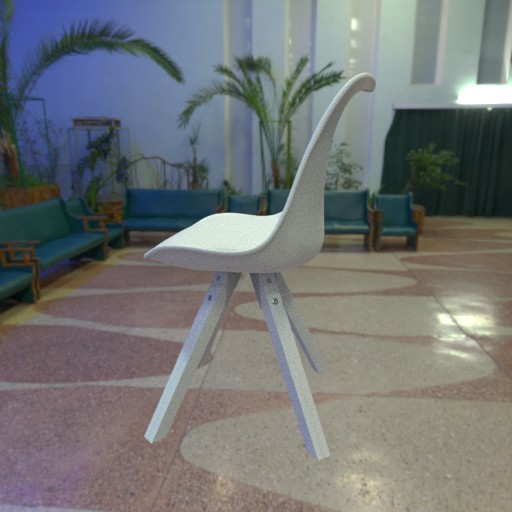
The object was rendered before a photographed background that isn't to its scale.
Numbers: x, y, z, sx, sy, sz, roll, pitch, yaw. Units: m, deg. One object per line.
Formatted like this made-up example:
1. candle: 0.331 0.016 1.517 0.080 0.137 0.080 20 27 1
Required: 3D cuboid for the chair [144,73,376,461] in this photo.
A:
1. chair: 0.000 0.000 1.157 0.550 0.850 0.485 2 14 8
